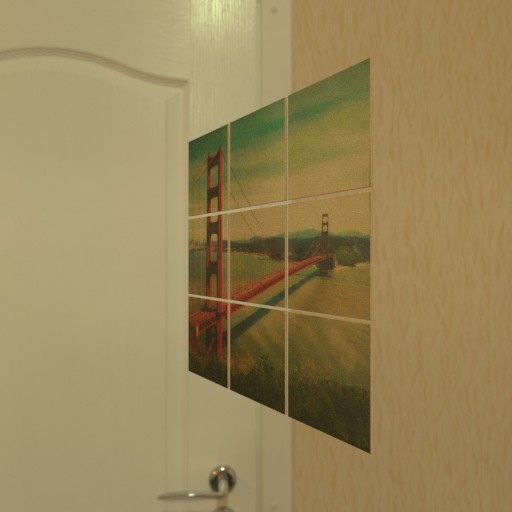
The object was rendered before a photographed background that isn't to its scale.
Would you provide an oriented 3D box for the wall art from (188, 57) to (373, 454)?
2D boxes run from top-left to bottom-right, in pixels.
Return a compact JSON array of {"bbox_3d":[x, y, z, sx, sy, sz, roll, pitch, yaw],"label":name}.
[{"bbox_3d":[0.000,0.000,2.306,0.014,1.507,1.519,0,0,-35],"label":"wall art"}]
